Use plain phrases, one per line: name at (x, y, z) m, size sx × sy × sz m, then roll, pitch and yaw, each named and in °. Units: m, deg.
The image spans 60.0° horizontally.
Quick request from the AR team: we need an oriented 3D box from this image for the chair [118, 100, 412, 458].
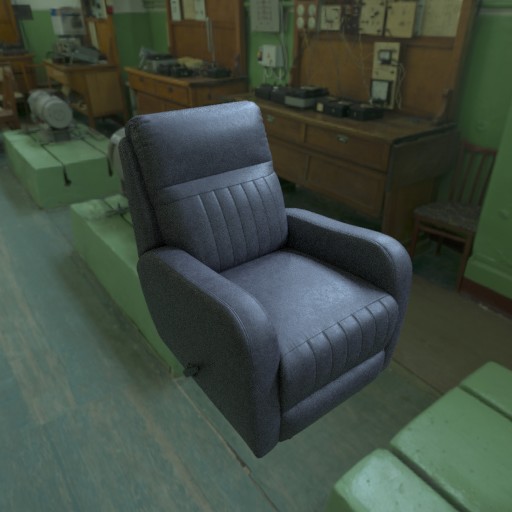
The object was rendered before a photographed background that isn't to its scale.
chair at (0.000, 0.000, 1.838) m, size 0.865 × 1.067 × 1.067 m, roll -21°, pitch 35°, yaw -32°
